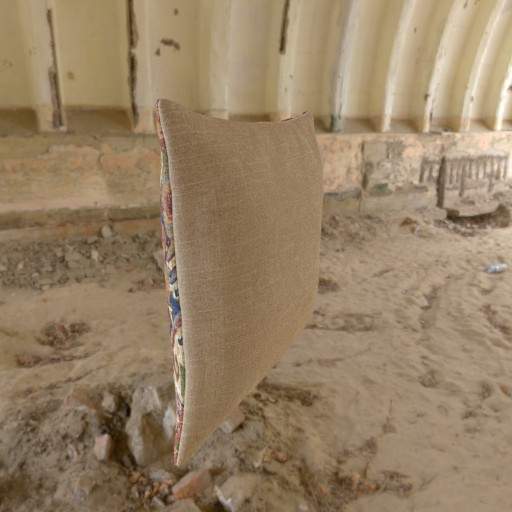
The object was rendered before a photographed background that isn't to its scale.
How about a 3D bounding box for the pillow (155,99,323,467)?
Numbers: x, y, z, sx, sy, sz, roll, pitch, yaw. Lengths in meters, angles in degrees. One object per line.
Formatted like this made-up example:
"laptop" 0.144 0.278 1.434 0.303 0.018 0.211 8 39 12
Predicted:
"pillow" 0.000 0.000 0.791 0.166 0.506 0.523 8 18 25
